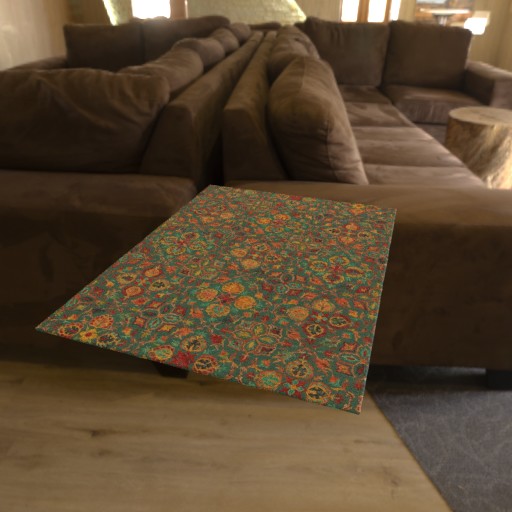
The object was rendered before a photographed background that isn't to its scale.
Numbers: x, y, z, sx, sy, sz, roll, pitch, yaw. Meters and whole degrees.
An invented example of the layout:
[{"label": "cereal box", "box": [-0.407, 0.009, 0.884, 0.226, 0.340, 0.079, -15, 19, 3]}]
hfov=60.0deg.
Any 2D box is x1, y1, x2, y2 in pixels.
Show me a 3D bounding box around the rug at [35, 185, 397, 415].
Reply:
[{"label": "rug", "box": [0.000, 0.000, 4.316, 2.434, 0.025, 3.204, 10, 31, 17]}]
